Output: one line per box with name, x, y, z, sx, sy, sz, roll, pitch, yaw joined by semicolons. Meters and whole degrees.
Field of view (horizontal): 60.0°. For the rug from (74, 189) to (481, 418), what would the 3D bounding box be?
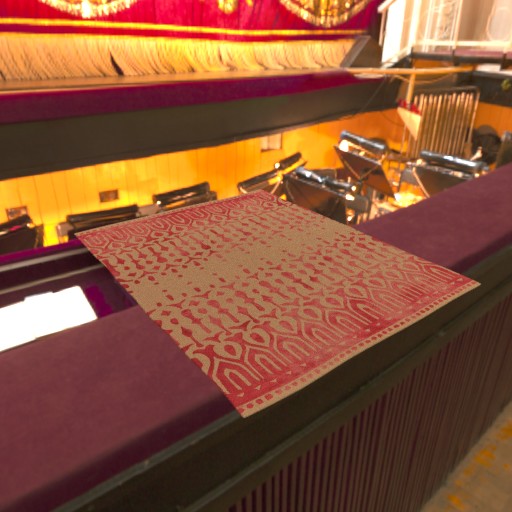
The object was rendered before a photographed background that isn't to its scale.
rug;0.000;0.000;4.154;2.441;0.016;3.095;-18;32;-32
